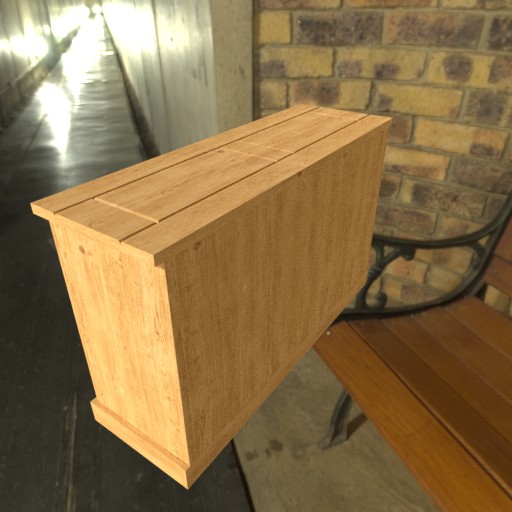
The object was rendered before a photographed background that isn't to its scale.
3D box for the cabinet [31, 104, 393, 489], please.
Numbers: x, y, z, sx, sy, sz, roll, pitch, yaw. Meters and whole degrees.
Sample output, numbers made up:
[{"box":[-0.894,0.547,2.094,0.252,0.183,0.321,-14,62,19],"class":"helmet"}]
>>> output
[{"box":[0.000,0.000,1.659,0.432,0.810,1.321,20,37,30],"class":"cabinet"}]
